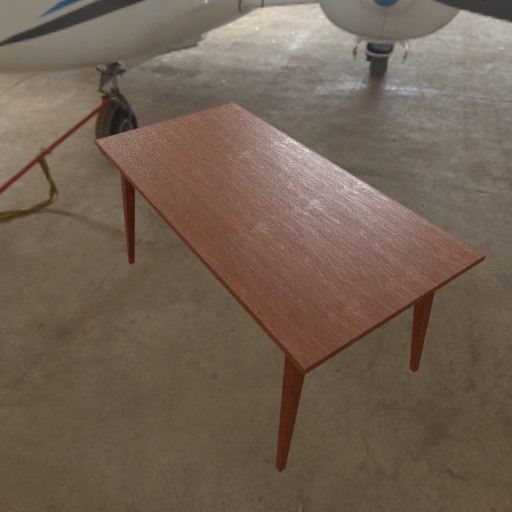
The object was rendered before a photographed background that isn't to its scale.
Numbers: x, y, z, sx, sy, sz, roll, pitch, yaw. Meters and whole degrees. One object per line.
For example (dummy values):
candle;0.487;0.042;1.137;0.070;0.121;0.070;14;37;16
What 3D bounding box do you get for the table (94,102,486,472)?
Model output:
table;0.000;0.000;2.095;0.811;0.755;1.609;-25;47;-25
